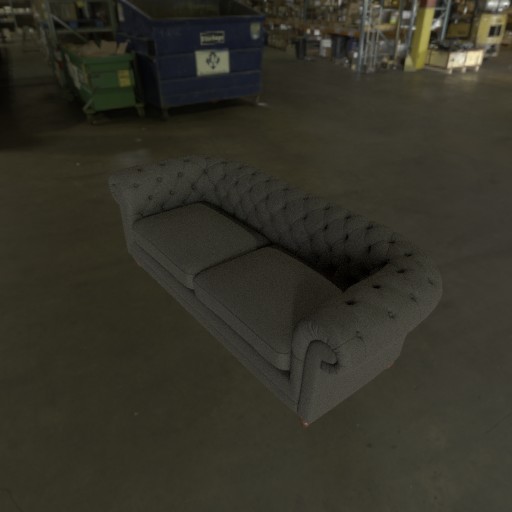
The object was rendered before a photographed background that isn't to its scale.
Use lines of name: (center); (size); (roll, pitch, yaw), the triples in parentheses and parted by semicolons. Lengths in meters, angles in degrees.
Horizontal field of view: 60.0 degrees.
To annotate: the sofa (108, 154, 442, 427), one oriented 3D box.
sofa: (0.000, 0.000, 2.865); (0.991, 0.762, 2.362); (-22, 38, -32)
